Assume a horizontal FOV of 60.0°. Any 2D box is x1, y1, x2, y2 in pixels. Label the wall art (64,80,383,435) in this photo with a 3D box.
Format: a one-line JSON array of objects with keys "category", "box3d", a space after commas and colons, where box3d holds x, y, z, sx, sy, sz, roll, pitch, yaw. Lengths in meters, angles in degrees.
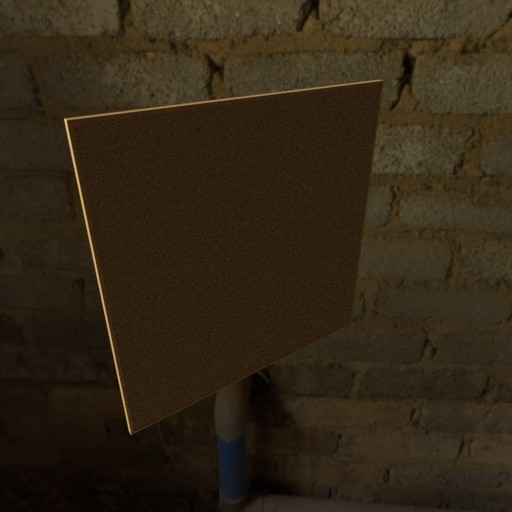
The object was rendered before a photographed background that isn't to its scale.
[{"category": "wall art", "box3d": [0.000, 0.000, 0.950, 0.657, 0.655, 0.014, -19, 35, -30]}]
